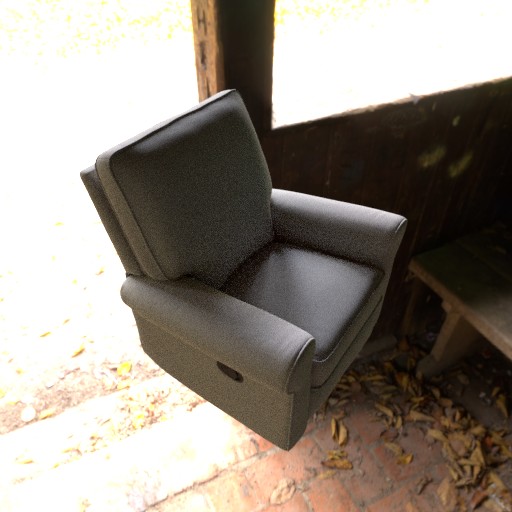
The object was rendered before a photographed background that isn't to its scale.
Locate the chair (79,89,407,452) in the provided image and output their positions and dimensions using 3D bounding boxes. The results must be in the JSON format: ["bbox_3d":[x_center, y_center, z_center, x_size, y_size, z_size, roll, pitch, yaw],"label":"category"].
[{"bbox_3d":[0.000,0.000,1.669,0.878,0.960,0.890,25,46,26],"label":"chair"}]
